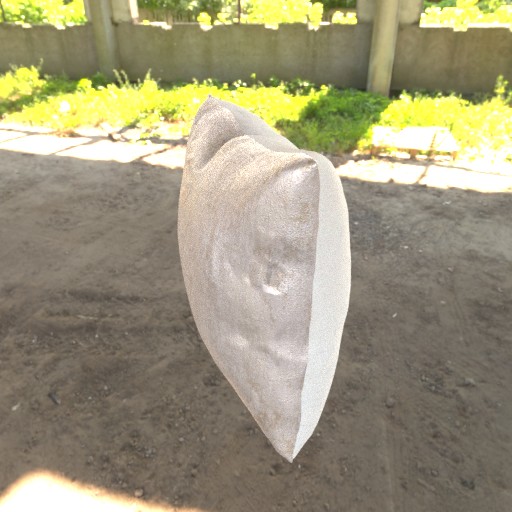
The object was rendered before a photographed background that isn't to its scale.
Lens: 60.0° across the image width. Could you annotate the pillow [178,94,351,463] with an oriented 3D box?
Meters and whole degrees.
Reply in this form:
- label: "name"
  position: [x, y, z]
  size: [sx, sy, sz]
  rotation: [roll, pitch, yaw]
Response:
- label: "pillow"
  position: [0.000, 0.000, 0.725]
  size: [0.245, 0.448, 0.450]
  rotation: [-8, 30, -14]
